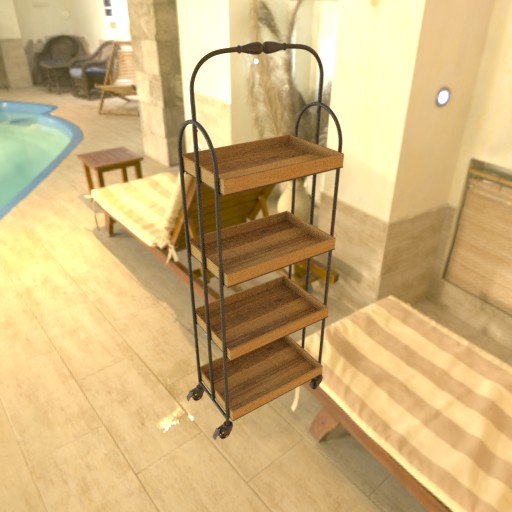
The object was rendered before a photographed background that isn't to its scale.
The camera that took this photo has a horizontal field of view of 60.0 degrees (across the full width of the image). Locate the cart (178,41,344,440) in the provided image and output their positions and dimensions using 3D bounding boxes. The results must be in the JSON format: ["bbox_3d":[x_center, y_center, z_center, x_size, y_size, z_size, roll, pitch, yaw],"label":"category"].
[{"bbox_3d":[0.000,0.000,1.699,0.581,1.481,0.308,-18,35,-29],"label":"cart"}]
